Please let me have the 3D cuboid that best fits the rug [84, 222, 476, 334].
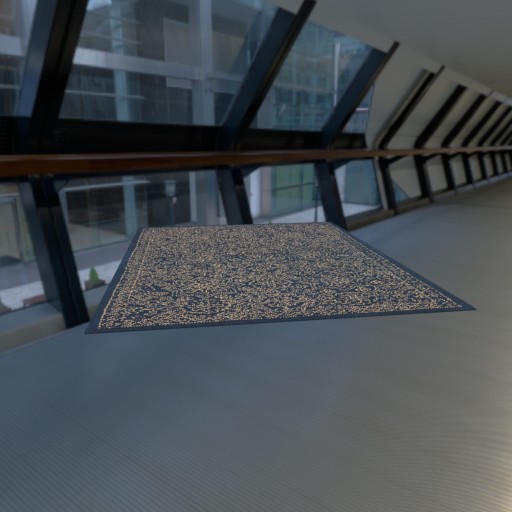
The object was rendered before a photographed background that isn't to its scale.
[{"bbox_3d":[0.000,0.000,4.141,2.438,0.010,3.048,-2,15,-8],"label":"rug"}]
